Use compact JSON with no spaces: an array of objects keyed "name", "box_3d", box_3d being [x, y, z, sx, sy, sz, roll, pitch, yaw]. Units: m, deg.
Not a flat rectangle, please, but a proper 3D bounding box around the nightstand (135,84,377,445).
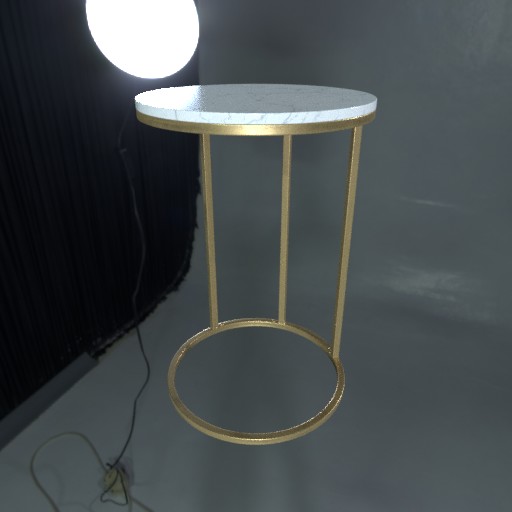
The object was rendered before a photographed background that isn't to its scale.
[{"name":"nightstand","box_3d":[0.000,0.000,0.888,0.400,0.610,0.400,10,28,19]}]
